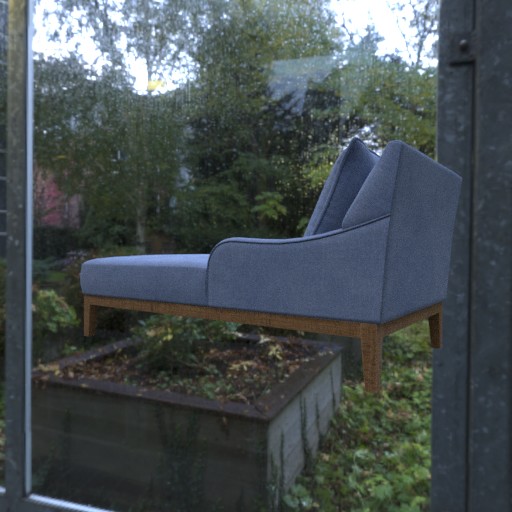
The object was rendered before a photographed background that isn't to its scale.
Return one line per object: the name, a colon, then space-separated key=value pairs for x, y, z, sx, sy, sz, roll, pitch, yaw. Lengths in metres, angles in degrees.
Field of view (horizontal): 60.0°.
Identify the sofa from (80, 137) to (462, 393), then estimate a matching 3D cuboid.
sofa: x=0.000 y=0.000 z=2.271 sx=1.779 sy=0.883 sz=0.904 roll=1 pitch=1 yaw=36
